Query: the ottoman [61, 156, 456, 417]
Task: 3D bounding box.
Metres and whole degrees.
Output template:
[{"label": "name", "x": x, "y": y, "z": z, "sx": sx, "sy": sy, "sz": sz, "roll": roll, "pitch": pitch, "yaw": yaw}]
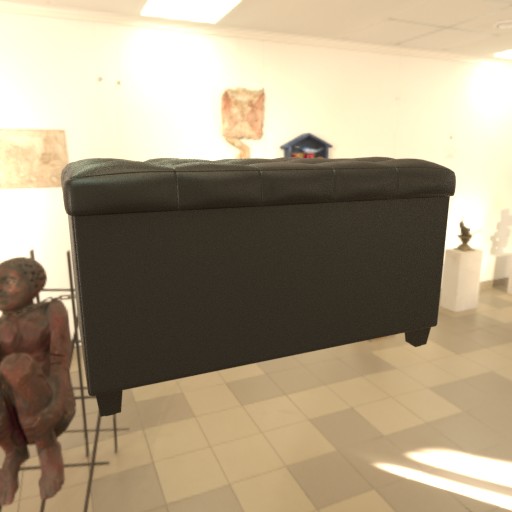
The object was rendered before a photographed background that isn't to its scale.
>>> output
[{"label": "ottoman", "x": 0.000, "y": 0.000, "z": 1.080, "sx": 0.838, "sy": 0.470, "sz": 0.432, "roll": -6, "pitch": 14, "yaw": -23}]
